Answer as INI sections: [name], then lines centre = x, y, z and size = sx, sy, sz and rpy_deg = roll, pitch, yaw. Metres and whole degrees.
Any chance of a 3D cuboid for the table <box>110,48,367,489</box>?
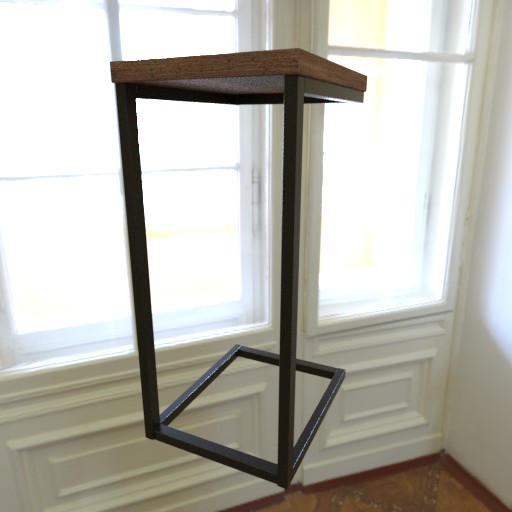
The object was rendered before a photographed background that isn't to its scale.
[table]
centre = 0.000, 0.000, 0.922
size = 0.323, 0.718, 0.414
rpy_deg = 8, 19, 24
